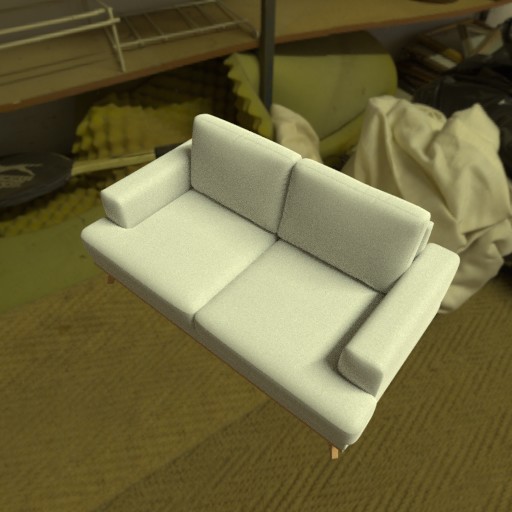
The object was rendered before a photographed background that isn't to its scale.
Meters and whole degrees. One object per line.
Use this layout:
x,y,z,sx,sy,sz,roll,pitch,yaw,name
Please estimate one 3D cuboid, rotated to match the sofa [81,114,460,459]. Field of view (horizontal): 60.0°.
0.000,0.000,2.147,1.651,0.810,0.915,31,54,26,sofa
